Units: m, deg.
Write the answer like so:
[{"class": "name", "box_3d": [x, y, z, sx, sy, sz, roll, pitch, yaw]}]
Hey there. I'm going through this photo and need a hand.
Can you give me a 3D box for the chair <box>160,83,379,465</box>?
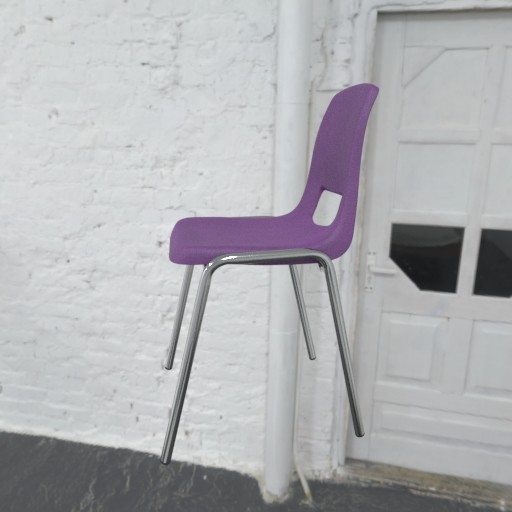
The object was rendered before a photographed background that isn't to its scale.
[{"class": "chair", "box_3d": [0.000, 0.000, 0.961, 0.432, 0.704, 0.381, -3, 15, -10]}]
